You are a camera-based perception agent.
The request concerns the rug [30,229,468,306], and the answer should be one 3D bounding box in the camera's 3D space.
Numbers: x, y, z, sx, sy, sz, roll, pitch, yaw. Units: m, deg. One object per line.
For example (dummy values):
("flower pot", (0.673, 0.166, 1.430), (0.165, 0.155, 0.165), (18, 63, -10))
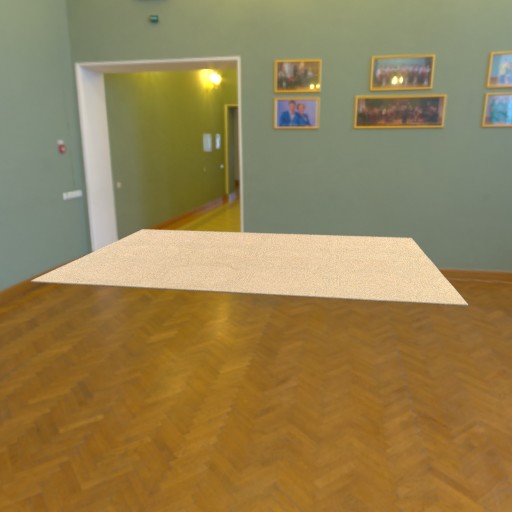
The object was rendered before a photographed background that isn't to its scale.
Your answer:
("rug", (0.000, 0.000, 2.415), (1.839, 0.009, 1.236), (2, 14, 9))
